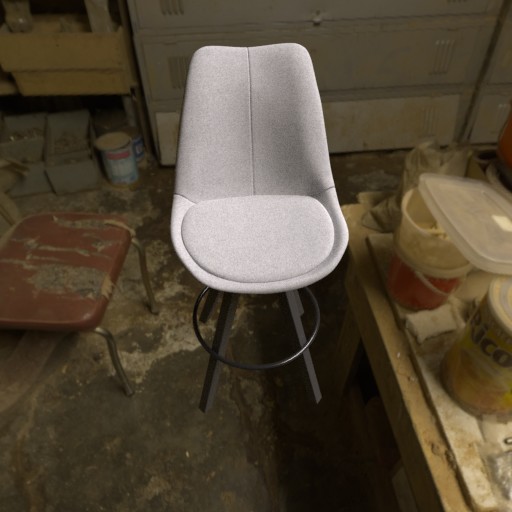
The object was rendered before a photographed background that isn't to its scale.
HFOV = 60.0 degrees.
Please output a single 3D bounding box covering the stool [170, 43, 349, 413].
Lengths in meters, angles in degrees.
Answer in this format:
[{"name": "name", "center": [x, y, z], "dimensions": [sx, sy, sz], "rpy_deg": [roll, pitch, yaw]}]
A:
[{"name": "stool", "center": [0.000, 0.000, 1.411], "dimensions": [0.485, 1.115, 0.550], "rpy_deg": [-4, 46, -4]}]
